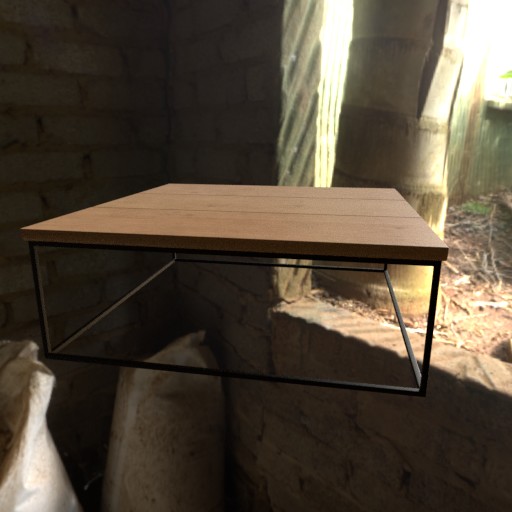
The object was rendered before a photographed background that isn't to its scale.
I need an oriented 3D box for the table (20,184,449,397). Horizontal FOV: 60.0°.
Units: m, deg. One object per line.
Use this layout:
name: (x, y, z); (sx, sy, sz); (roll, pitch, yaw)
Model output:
table: (0.000, 0.000, 1.680); (1.100, 0.400, 1.100); (3, 16, 10)
